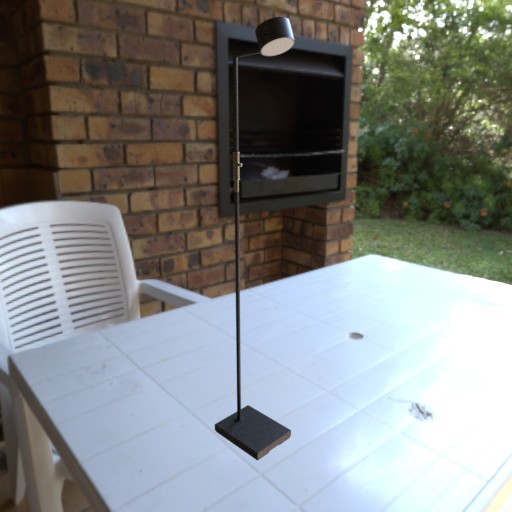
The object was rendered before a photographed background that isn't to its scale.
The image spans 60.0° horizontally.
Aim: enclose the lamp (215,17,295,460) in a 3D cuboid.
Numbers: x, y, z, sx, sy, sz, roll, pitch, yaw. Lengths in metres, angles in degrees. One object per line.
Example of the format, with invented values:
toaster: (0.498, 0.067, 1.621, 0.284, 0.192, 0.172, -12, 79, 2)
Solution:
lamp: (0.000, 0.000, 1.686, 0.304, 1.600, 0.203, 14, 21, 43)
